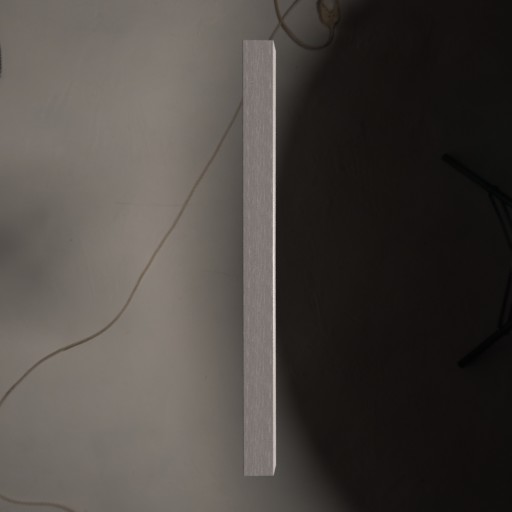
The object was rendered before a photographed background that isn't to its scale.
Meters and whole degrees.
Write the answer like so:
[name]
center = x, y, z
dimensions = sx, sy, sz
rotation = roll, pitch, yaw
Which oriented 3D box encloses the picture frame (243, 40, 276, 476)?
[picture frame]
center = 0.000, 0.000, 0.522
dimensions = 0.027, 0.378, 0.327
rotation = 0, 91, -1
